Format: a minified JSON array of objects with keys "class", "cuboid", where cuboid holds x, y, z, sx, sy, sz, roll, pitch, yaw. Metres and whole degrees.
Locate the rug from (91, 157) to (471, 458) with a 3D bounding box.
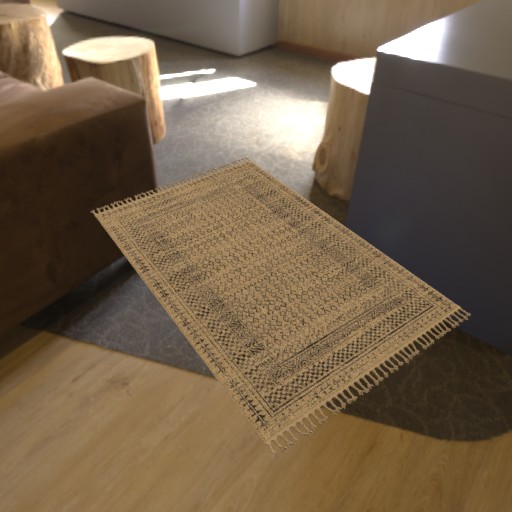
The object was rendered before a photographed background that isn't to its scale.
[{"class":"rug","cuboid":[0.000,0.000,3.166,1.548,0.013,2.486,-25,47,-26]}]
